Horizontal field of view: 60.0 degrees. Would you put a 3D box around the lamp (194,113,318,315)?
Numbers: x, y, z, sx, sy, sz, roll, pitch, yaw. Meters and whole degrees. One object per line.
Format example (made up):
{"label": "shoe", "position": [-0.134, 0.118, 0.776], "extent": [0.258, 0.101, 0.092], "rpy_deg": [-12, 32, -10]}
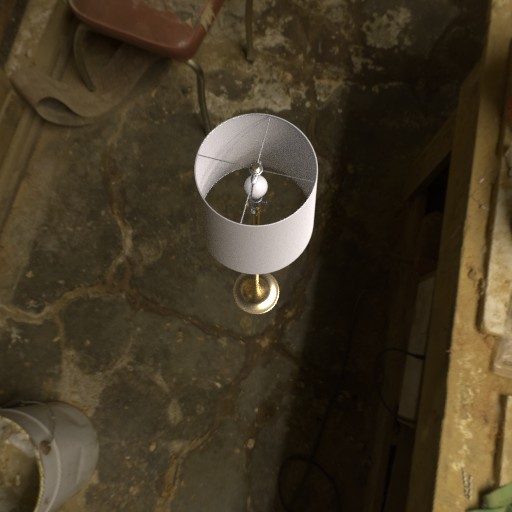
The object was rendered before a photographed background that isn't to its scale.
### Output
{"label": "lamp", "position": [0.000, 0.000, 1.717], "extent": [0.337, 1.543, 0.337], "rpy_deg": [0, 75, 0]}
